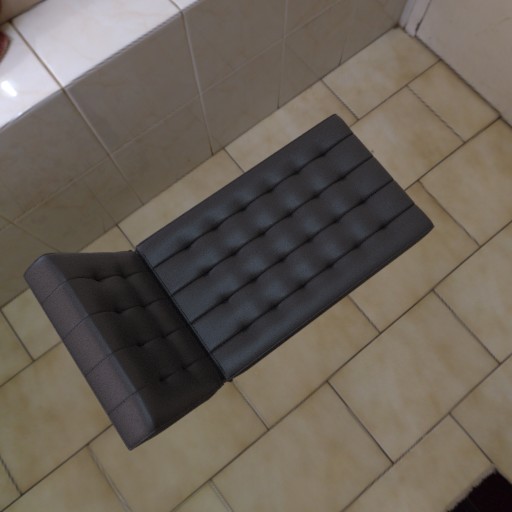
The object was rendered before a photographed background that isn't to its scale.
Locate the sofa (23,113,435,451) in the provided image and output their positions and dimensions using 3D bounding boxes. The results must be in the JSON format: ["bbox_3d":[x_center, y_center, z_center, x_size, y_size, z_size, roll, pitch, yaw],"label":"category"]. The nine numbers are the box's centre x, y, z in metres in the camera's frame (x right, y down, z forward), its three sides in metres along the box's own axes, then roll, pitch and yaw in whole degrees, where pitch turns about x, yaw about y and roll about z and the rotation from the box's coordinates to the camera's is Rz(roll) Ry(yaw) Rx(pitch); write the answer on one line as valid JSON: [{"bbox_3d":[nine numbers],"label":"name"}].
[{"bbox_3d":[0.000,0.000,1.983,1.560,0.820,0.760,-35,78,-9],"label":"sofa"}]
